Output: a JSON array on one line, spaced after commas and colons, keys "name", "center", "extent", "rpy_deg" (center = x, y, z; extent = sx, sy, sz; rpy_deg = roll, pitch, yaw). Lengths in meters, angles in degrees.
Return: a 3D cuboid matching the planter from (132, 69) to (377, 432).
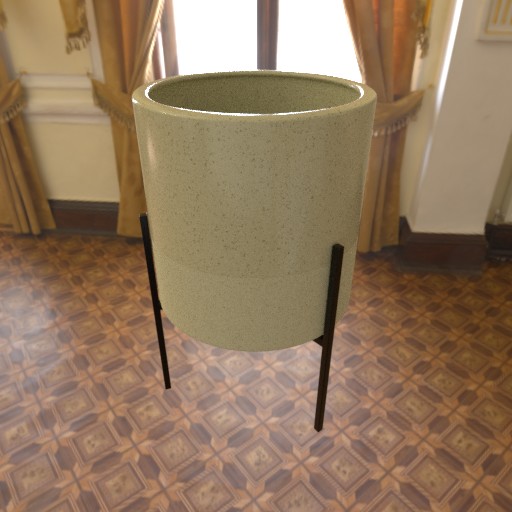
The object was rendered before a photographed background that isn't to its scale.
[{"name": "planter", "center": [0.000, 0.000, 0.538], "extent": [0.234, 0.390, 0.243], "rpy_deg": [10, 33, 16]}]
